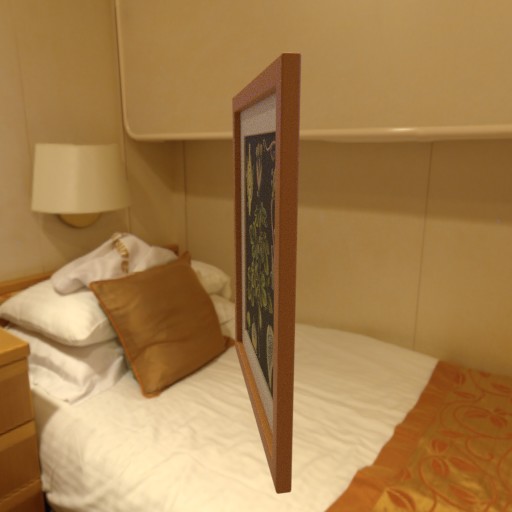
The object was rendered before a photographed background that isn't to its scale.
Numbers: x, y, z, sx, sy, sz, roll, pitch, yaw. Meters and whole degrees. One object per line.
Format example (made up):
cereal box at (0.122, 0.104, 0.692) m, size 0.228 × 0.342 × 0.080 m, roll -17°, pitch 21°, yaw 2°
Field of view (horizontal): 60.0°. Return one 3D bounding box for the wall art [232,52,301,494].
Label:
wall art at (0.000, 0.000, 0.514) m, size 0.015 × 0.379 × 0.310 m, roll -2°, pitch 14°, yaw -9°
